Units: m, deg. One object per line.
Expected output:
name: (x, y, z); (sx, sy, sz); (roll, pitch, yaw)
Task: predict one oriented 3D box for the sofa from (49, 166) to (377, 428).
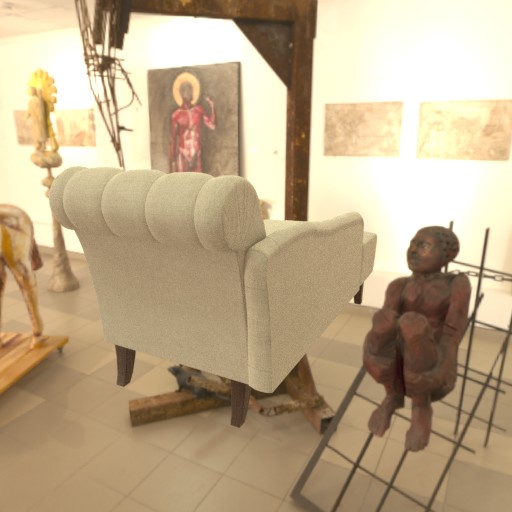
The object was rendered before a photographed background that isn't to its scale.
sofa: (0.000, 0.000, 1.787); (0.675, 0.787, 1.379); (9, 19, 27)
